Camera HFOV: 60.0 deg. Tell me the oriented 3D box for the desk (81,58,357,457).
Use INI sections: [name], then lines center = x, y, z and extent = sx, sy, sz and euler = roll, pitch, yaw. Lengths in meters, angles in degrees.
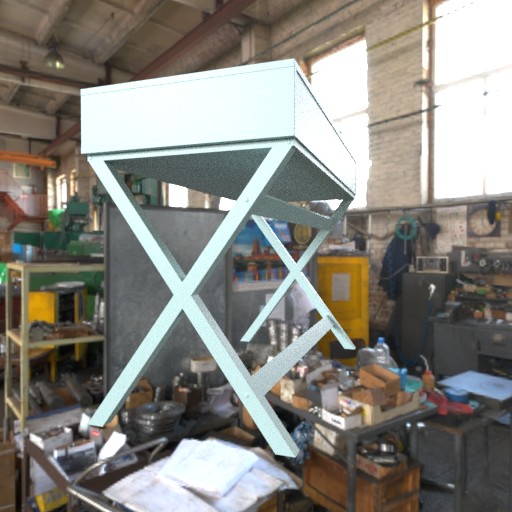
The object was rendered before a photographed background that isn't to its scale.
[desk]
center = 0.000, 0.000, 1.443
extent = 0.525, 0.780, 1.057
euler = 0, 1, 19
